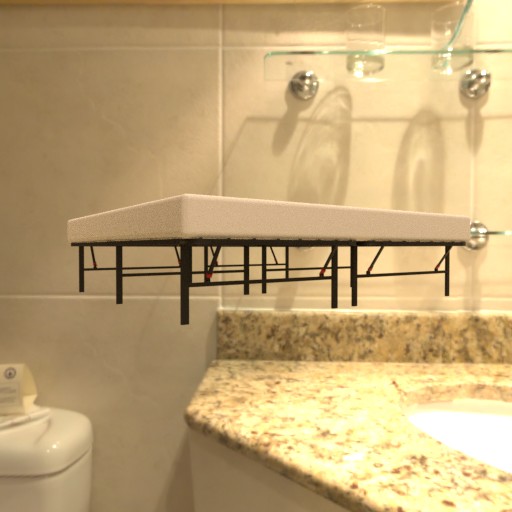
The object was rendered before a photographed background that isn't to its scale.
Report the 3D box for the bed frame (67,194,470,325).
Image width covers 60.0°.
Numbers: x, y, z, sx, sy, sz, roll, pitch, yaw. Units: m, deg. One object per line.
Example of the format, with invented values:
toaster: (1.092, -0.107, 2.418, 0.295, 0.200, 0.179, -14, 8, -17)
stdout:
bed frame: (0.000, 0.000, 3.048, 2.033, 0.525, 1.935, -1, 1, -35)
